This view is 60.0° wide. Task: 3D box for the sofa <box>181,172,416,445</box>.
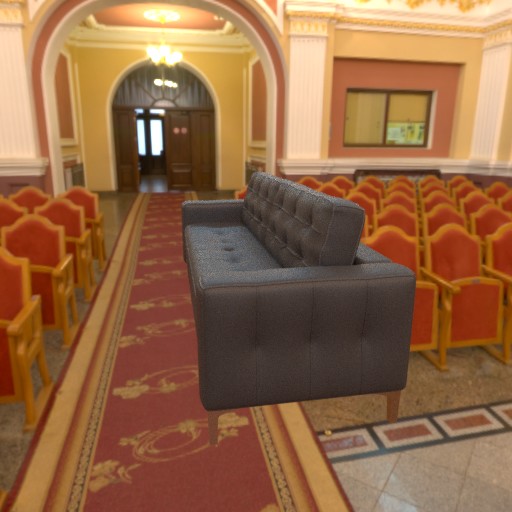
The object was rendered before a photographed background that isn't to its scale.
[{"bbox_3d":[0.000,0.000,2.689,0.833,0.893,2.275,-3,15,-10],"label":"sofa"}]
